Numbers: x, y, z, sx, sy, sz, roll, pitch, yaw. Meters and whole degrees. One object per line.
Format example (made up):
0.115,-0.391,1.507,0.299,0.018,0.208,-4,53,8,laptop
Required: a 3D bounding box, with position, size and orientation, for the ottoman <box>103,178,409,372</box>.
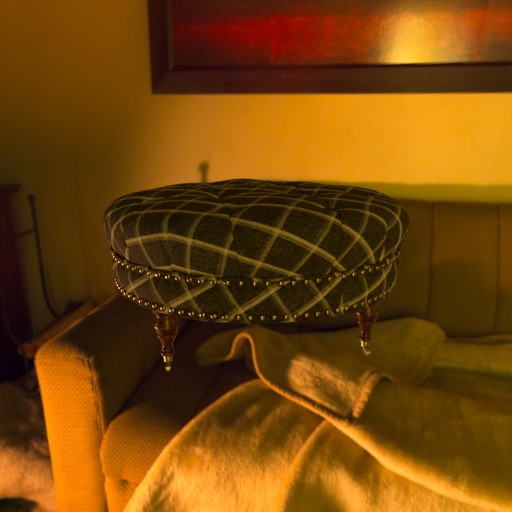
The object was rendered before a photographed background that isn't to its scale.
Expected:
0.000,0.000,1.387,0.901,0.439,0.901,0,14,0,ottoman
